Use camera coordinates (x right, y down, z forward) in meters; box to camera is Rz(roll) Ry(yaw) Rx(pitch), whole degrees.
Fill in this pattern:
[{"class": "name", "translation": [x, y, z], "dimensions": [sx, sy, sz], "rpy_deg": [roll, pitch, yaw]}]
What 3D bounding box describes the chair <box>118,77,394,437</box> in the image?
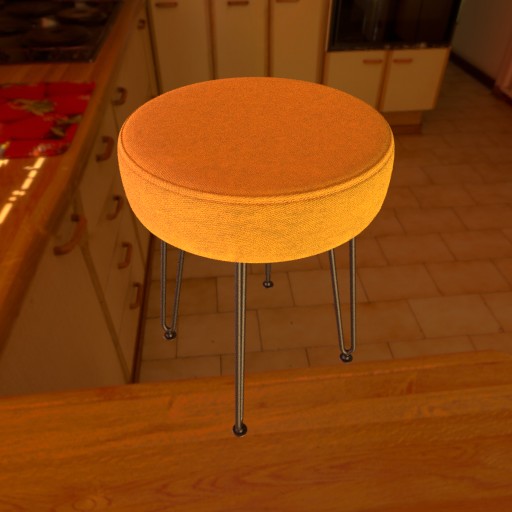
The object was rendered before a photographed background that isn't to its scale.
[{"class": "chair", "translation": [0.000, 0.000, 0.694], "dimensions": [0.345, 0.455, 0.345], "rpy_deg": [-25, 47, -26]}]
